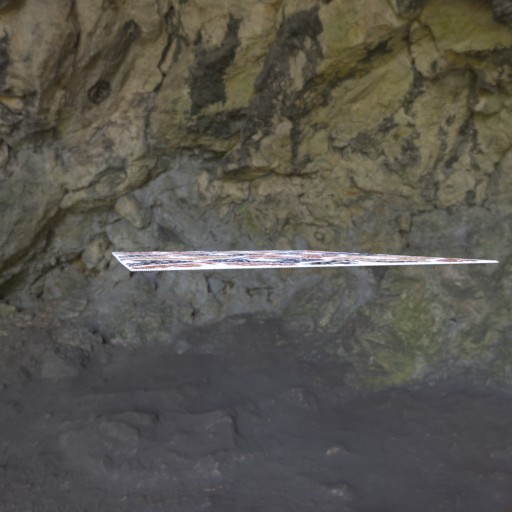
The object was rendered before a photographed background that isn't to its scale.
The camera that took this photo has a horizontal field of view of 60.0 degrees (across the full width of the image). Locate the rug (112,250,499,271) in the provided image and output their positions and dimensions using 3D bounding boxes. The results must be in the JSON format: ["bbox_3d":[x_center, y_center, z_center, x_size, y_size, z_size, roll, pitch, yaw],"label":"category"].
[{"bbox_3d":[0.000,0.000,4.032,2.423,0.014,3.040,-1,2,-20],"label":"rug"}]
